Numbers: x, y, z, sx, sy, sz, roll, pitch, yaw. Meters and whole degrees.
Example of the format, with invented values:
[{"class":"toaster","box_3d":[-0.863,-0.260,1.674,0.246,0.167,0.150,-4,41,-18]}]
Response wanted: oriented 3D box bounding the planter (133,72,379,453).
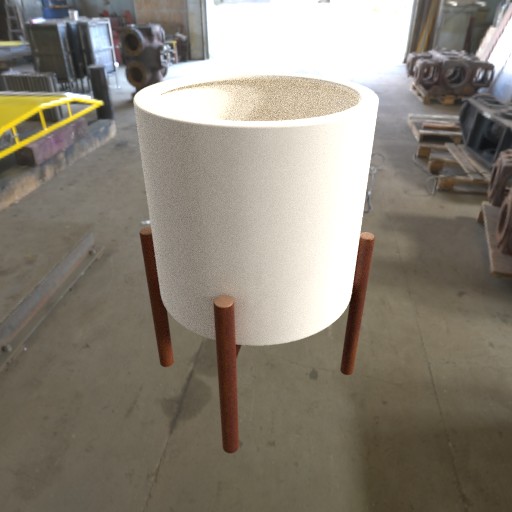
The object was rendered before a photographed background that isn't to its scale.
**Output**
[{"class":"planter","box_3d":[0.000,0.000,0.950,0.417,0.670,0.417,-22,38,-31]}]
